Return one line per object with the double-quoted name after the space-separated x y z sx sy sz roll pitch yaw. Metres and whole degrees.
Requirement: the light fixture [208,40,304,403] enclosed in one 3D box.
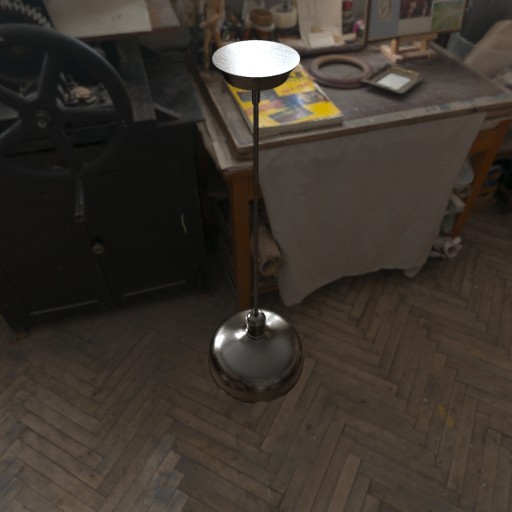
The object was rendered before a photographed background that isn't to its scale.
0.000 0.000 1.059 0.299 0.935 0.299 26 52 22 "light fixture"
